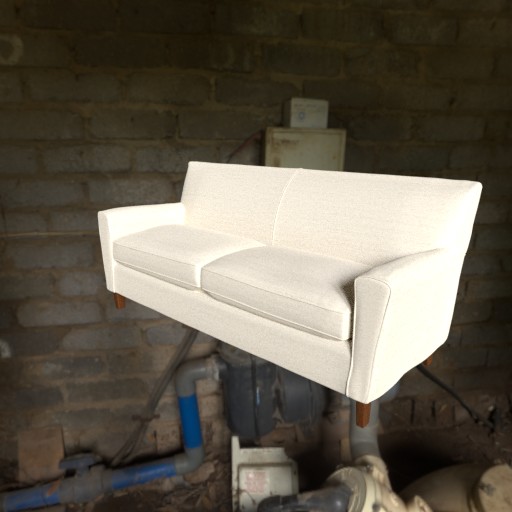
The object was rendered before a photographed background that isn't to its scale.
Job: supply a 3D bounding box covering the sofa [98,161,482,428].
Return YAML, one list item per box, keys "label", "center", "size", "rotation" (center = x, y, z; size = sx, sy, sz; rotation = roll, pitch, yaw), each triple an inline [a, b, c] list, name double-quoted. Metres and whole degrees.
- label: "sofa"
  center: [0.000, 0.000, 2.452]
  size: [2.001, 0.907, 0.841]
  rotation: [14, 21, 40]
